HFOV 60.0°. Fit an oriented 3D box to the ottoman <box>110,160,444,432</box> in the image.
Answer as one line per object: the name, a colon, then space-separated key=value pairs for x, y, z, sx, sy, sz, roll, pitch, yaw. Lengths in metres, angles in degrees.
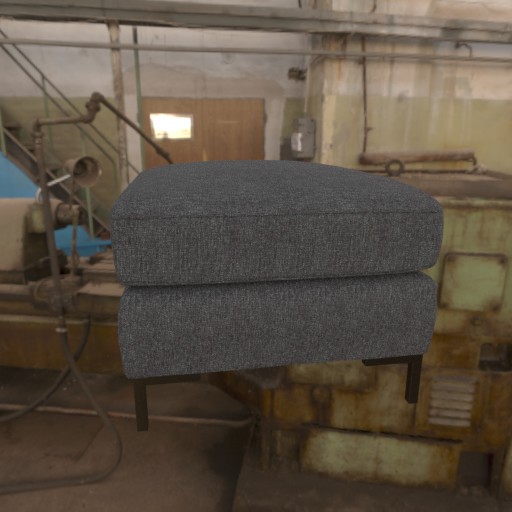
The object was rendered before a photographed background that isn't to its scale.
ottoman: x=0.000 y=0.000 z=1.303 sx=0.695 sy=0.533 sz=0.831 roll=-3 pitch=16 yaw=-9
